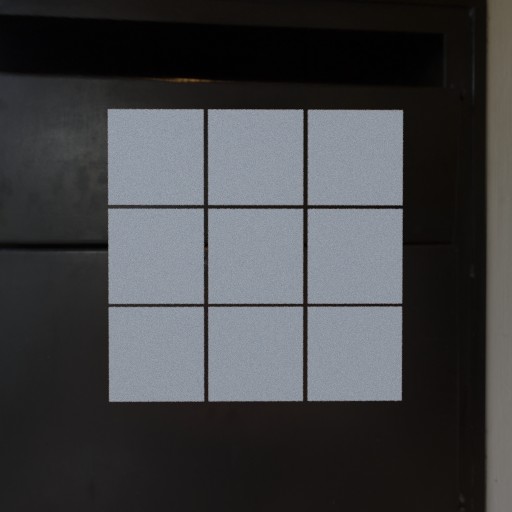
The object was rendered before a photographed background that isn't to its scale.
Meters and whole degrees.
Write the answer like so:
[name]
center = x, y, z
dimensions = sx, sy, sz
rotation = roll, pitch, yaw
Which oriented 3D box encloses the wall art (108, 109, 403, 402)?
[wall art]
center = 0.000, 0.000, 1.902
dimensions = 1.256, 1.246, 0.017
rotation = 0, 1, -1
